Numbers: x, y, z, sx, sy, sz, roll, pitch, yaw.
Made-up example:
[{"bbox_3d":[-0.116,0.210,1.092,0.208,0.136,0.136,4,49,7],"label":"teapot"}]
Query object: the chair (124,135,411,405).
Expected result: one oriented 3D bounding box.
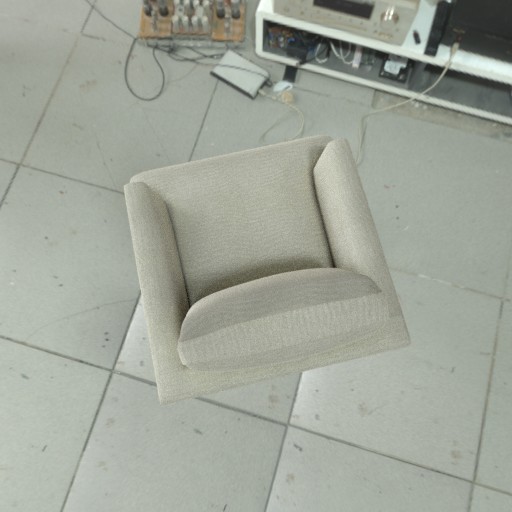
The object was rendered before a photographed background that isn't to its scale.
[{"bbox_3d":[0.000,0.000,1.692,0.858,0.957,0.899,-13,76,-3],"label":"chair"}]
